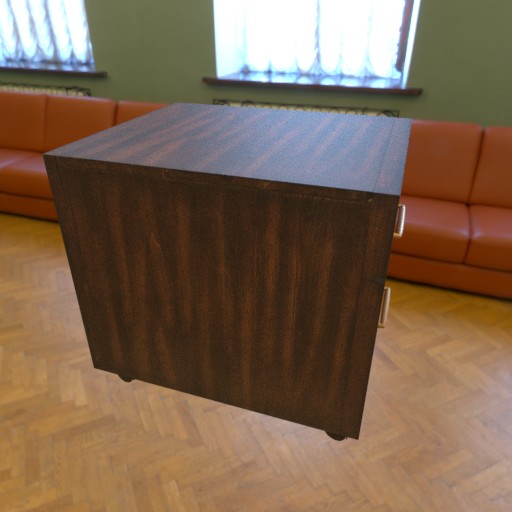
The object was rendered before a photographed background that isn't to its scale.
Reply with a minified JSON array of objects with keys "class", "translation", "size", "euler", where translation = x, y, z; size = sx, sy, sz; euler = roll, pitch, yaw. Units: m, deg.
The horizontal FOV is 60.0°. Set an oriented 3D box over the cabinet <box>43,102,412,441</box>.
[{"class":"cabinet","translation":[0.000,0.000,0.832],"size":[0.500,0.455,0.402],"euler":[10,31,16]}]
